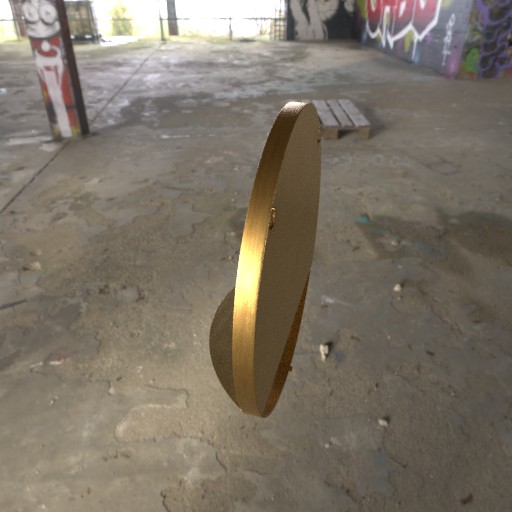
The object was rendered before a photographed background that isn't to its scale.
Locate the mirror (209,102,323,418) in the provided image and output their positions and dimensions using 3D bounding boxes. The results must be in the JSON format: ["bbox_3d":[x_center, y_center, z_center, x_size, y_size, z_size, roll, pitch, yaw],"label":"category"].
[{"bbox_3d":[0.000,0.000,0.688,0.133,0.457,0.457,8,32,14],"label":"mirror"}]
